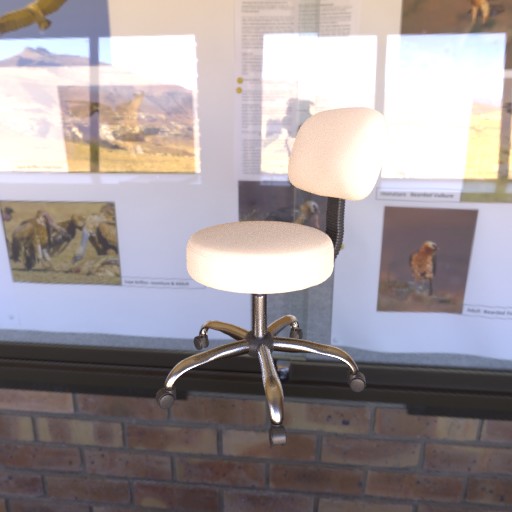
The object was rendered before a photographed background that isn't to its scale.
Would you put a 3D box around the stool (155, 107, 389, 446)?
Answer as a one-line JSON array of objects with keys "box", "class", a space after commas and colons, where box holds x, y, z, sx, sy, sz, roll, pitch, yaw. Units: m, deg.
[{"box": [0.000, 0.000, 1.259, 0.616, 0.810, 0.609, -8, 18, -25], "class": "stool"}]
